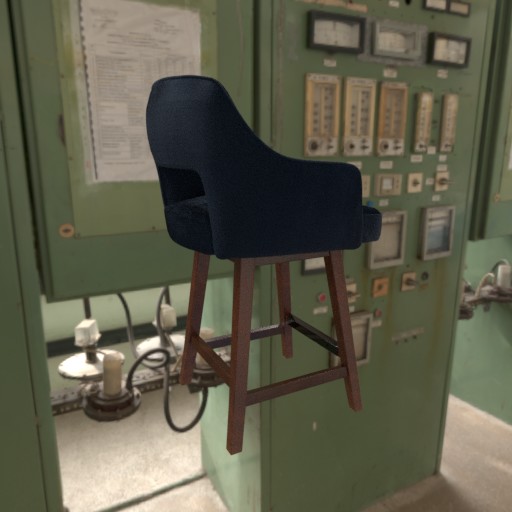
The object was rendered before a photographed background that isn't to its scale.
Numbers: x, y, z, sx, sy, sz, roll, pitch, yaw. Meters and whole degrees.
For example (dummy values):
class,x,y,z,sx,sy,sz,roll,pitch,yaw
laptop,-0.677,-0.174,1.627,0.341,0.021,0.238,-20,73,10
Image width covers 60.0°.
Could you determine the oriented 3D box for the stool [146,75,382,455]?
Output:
class,x,y,z,sx,sy,sz,roll,pitch,yaw
stool,0.000,0.000,1.305,0.560,0.940,0.550,-7,15,-27
